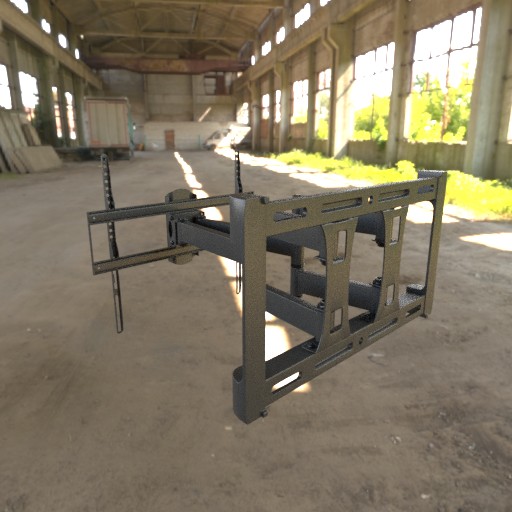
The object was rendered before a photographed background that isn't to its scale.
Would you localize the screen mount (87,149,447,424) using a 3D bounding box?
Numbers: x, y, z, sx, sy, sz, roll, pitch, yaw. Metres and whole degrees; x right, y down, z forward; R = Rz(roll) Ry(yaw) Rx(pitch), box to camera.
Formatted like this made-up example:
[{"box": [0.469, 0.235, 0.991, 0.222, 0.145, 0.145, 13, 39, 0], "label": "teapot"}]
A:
[{"box": [0.000, 0.000, 0.956, 0.571, 0.424, 0.556, -15, 21, -42], "label": "screen mount"}]
